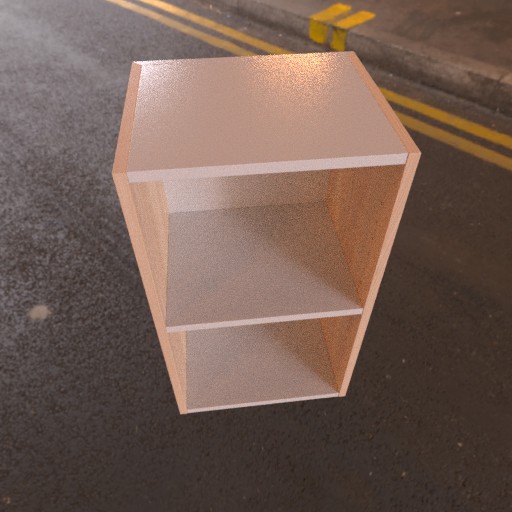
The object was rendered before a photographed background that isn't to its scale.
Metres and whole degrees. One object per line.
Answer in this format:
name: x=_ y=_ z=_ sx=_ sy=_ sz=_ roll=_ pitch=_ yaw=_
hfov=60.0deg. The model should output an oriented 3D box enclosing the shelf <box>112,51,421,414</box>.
shelf: x=0.000 y=0.000 z=0.808 sx=0.350 sy=0.600 sz=0.290 roll=-5 pitch=46 yaw=-5
